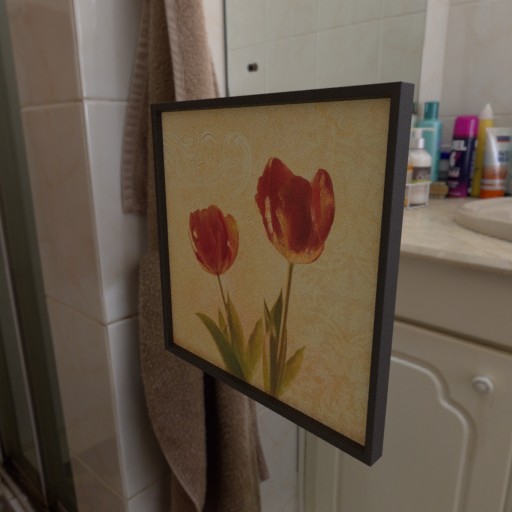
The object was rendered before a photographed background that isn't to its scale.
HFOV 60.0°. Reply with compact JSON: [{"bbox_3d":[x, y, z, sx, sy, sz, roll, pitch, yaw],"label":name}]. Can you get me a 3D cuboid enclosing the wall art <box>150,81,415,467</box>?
[{"bbox_3d":[0.000,0.000,0.514,0.349,0.349,0.038,15,21,43],"label":"wall art"}]
